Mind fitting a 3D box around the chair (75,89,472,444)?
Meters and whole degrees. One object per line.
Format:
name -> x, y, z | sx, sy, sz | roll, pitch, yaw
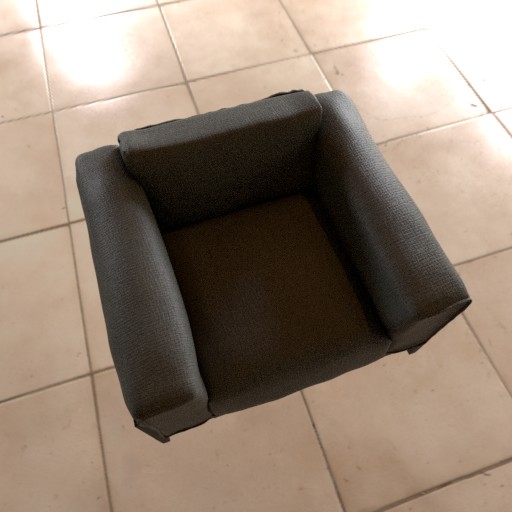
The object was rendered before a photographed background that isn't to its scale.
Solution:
chair -> 0.000, 0.000, 1.616 | 1.056, 0.646, 0.969 | -17, 63, -9
